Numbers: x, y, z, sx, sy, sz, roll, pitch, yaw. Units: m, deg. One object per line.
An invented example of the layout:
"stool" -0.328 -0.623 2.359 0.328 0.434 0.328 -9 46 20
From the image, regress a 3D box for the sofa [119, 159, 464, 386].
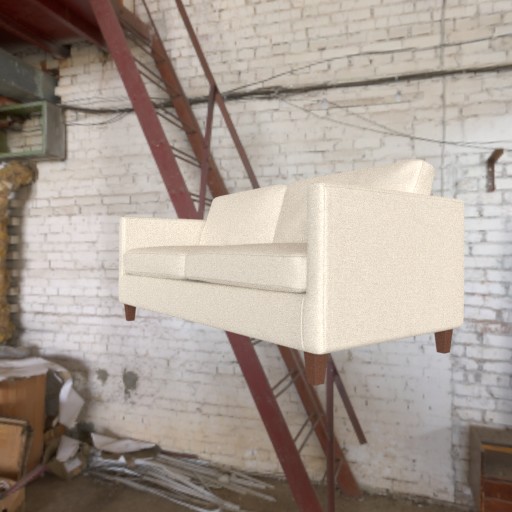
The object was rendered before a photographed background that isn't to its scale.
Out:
"sofa" 0.000 0.000 2.539 0.965 0.889 1.981 0 1 -37
